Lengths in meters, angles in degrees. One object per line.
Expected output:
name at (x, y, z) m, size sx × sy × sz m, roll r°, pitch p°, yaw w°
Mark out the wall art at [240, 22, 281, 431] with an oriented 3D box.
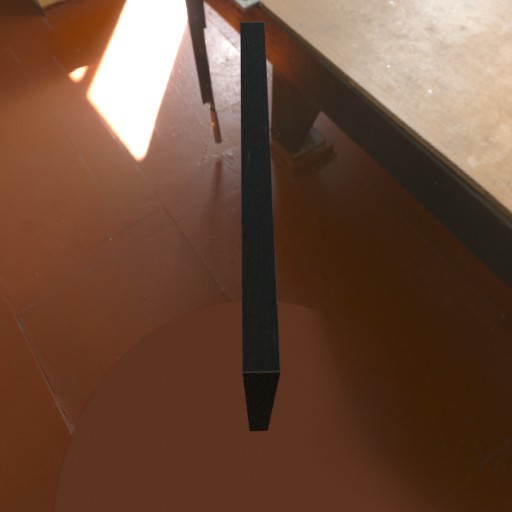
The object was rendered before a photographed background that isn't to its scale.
wall art at (0.000, 0.000, 0.753) m, size 0.036 × 0.506 × 0.506 m, roll -1°, pitch 63°, yaw -1°
